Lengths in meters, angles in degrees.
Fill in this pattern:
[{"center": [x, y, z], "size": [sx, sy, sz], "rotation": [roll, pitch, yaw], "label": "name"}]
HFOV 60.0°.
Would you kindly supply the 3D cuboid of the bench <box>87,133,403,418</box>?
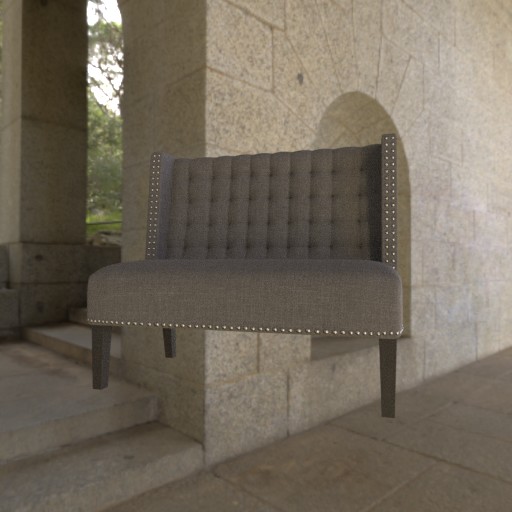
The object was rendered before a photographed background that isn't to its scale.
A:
[{"center": [0.000, 0.000, 2.048], "size": [1.276, 1.121, 0.842], "rotation": [0, -1, 17], "label": "bench"}]
